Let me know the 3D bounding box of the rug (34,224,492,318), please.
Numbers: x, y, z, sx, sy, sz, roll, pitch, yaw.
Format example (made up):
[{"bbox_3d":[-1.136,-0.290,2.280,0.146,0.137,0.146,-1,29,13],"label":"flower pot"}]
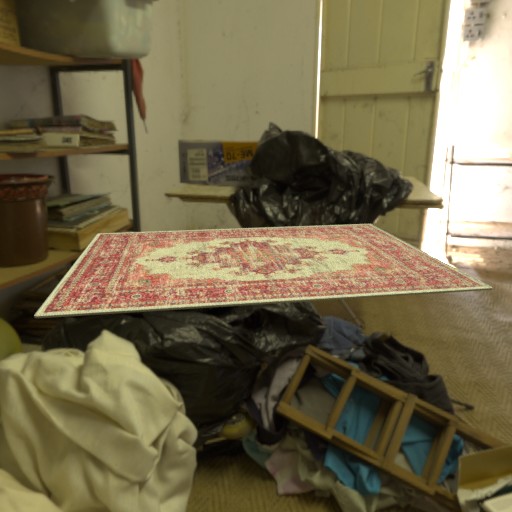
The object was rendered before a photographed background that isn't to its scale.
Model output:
[{"bbox_3d":[0.000,0.000,2.233,1.747,0.011,1.217,-3,17,-9],"label":"rug"}]
